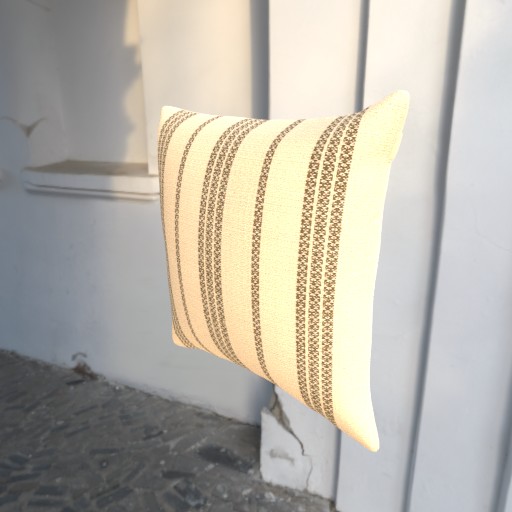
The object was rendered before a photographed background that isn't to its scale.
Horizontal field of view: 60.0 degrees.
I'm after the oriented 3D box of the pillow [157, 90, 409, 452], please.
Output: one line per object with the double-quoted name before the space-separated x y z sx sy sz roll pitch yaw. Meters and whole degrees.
"pillow" 0.000 0.000 0.609 0.405 0.406 0.173 15 22 42
